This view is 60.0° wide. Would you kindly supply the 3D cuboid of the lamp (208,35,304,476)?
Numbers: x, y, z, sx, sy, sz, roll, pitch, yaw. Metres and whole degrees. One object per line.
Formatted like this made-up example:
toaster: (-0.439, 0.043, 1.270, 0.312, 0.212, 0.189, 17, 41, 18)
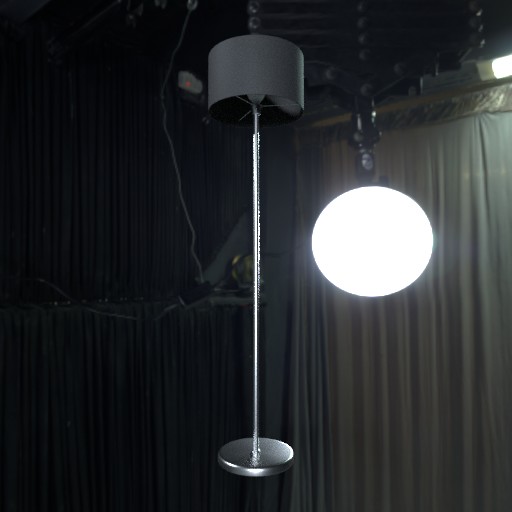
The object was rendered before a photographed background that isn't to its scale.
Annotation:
lamp: (0.000, 0.000, 1.603, 0.348, 1.443, 0.348, -2, -3, 36)
